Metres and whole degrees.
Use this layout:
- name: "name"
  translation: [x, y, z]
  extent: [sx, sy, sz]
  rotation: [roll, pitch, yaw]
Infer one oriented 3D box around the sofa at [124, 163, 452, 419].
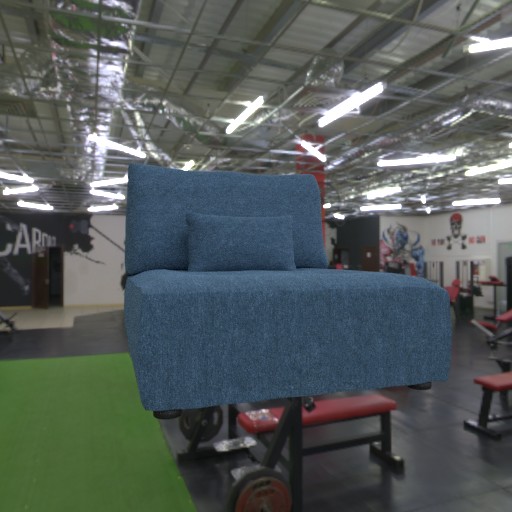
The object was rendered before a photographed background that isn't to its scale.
- name: "sofa"
  translation: [0.000, 0.000, 1.678]
  extent: [0.930, 0.820, 1.000]
  rotation: [0, 0, -18]
